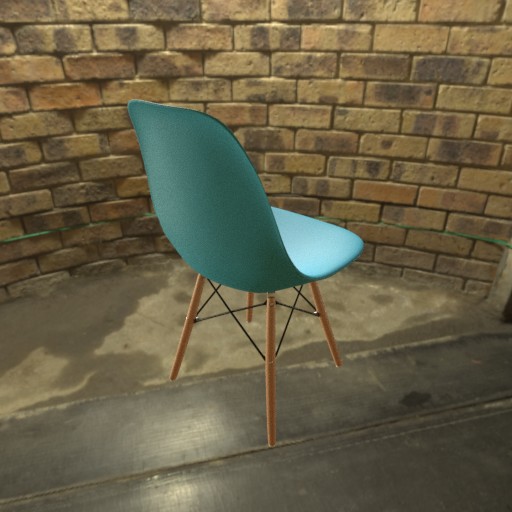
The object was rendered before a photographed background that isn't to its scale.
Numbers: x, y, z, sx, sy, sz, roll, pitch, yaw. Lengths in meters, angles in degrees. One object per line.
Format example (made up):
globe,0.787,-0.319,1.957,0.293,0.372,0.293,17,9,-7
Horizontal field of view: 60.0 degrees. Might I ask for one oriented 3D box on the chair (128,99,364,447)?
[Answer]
chair,0.000,0.000,1.134,0.470,0.826,0.531,21,36,32
